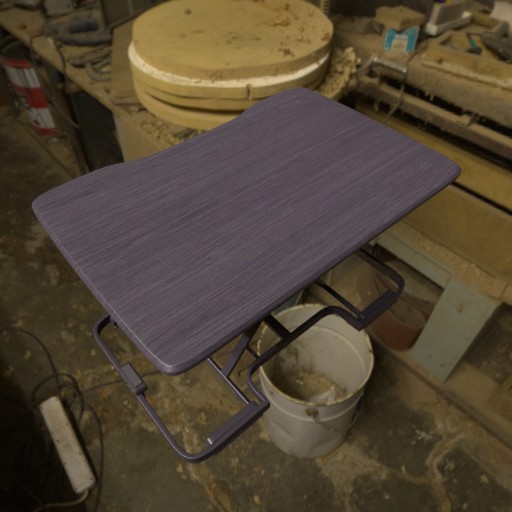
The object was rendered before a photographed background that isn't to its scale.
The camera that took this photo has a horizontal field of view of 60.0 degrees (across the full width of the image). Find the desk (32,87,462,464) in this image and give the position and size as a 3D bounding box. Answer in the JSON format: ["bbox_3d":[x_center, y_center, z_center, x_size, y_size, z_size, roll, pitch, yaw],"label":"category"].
[{"bbox_3d":[0.000,0.000,1.135,0.820,0.470,0.546,-32,54,-27],"label":"desk"}]
